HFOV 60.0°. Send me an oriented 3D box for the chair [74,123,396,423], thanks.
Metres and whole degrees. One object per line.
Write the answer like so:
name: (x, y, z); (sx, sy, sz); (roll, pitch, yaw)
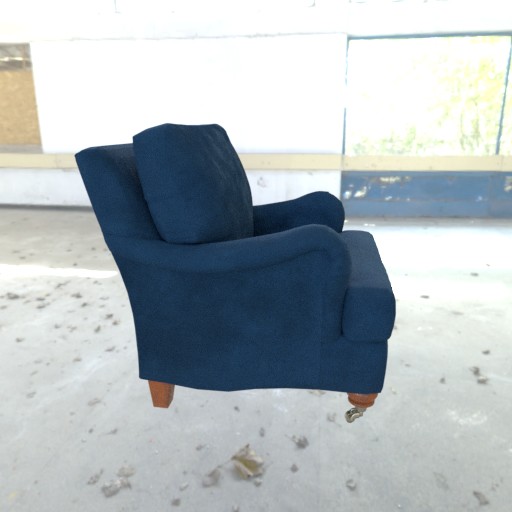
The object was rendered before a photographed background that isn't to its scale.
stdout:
chair: (0.000, 0.000, 1.877); (1.078, 1.076, 0.895); (3, 17, 9)
